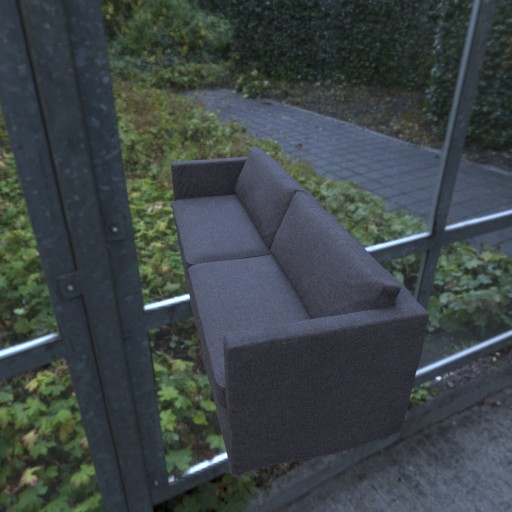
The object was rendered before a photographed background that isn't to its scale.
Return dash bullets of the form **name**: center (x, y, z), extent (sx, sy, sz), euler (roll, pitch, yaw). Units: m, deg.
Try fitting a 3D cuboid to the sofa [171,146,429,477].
- **sofa**: center (0.000, 0.000, 3.323), extent (1.036, 0.998, 2.779), euler (-7, 30, -13)
